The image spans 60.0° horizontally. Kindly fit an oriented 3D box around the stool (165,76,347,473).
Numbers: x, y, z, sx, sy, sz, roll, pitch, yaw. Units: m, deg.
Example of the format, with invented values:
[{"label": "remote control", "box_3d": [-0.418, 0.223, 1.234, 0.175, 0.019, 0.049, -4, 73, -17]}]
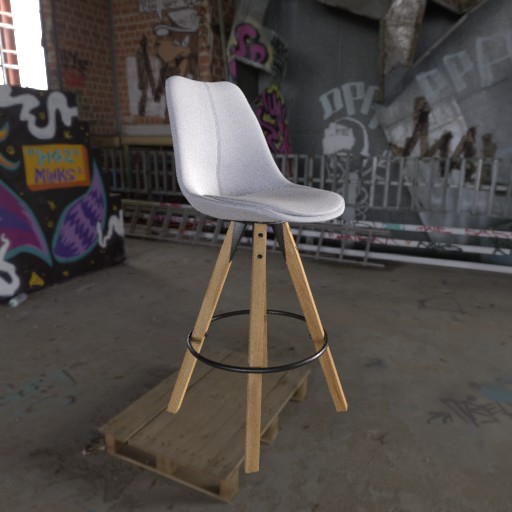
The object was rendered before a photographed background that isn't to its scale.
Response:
[{"label": "stool", "box_3d": [0.000, 0.000, 1.426, 0.484, 1.115, 0.550, -13, 19, -42]}]
